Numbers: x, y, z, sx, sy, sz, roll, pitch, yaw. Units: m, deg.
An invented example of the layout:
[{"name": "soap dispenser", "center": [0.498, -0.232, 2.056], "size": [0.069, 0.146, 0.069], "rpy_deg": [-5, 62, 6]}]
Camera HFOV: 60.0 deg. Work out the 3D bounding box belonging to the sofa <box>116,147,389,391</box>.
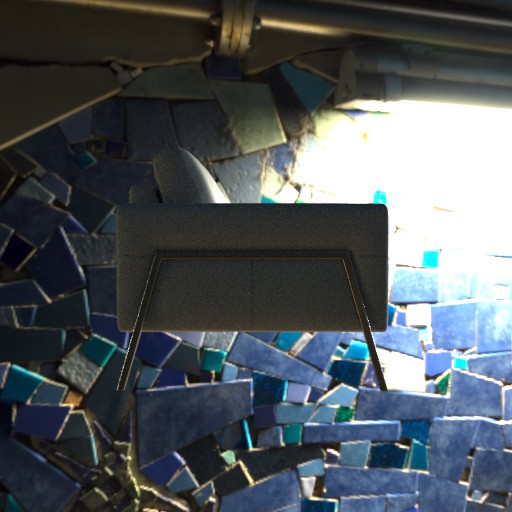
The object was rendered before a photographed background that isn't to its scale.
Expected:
[{"name": "sofa", "center": [0.000, 0.000, 2.505], "size": [0.953, 0.875, 2.017], "rpy_deg": [0, 1, 1]}]
